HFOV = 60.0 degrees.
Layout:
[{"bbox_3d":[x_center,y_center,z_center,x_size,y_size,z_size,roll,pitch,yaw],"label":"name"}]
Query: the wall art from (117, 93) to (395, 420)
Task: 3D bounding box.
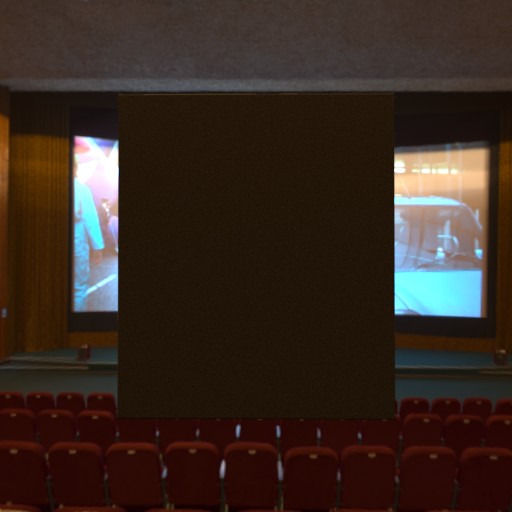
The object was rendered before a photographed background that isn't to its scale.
[{"bbox_3d":[0.000,0.000,0.714,0.435,0.511,0.037,0,-1,1],"label":"wall art"}]
